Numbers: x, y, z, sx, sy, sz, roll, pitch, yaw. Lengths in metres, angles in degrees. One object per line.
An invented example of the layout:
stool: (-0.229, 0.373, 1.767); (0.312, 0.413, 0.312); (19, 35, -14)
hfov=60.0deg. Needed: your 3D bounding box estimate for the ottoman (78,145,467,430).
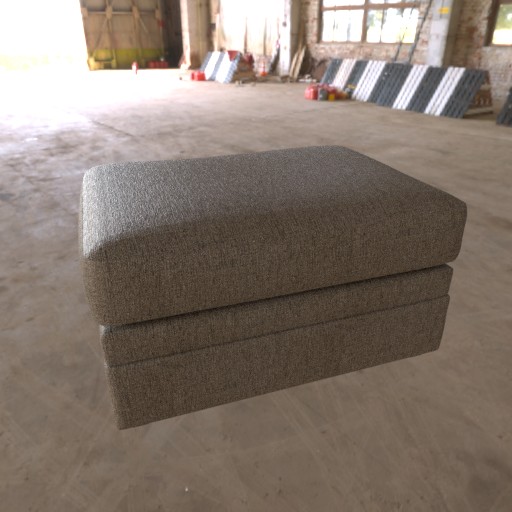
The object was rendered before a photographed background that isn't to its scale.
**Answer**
ottoman: (0.000, 0.000, 1.235); (0.885, 0.478, 0.637); (-9, 28, -17)
